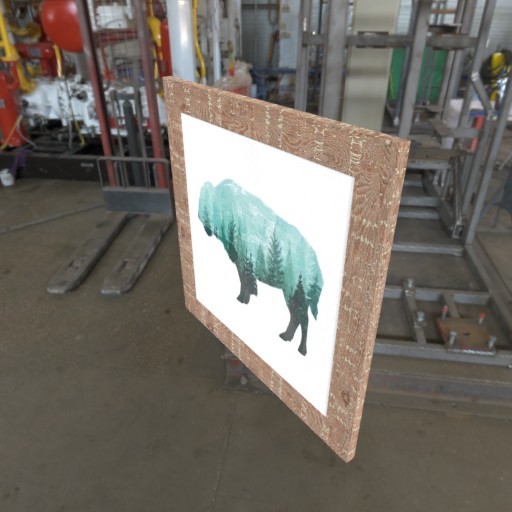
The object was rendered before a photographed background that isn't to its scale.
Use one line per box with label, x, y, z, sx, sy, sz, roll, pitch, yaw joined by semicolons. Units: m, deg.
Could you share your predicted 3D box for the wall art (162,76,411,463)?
wall art;0.000;0.000;0.560;0.022;0.380;0.380;-21;37;-31
